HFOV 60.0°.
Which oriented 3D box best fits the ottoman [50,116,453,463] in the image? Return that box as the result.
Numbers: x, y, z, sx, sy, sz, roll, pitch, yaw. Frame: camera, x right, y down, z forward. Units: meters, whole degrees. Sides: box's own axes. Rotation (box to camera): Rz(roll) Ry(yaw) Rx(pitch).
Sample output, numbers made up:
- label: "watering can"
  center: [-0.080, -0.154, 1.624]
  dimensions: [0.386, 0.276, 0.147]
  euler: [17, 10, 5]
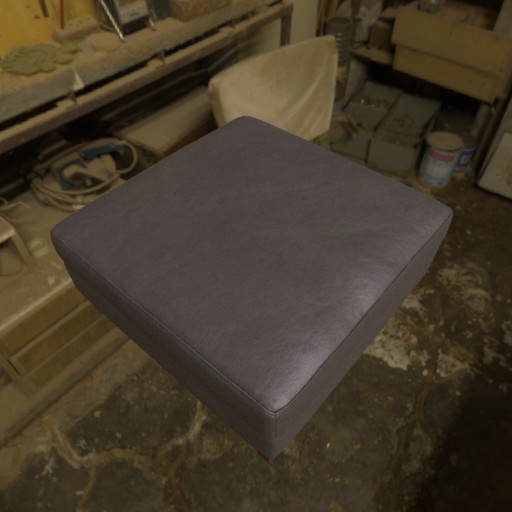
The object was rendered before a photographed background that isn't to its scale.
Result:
- label: "ottoman"
  center: [0.000, 0.000, 1.345]
  dimensions: [0.836, 0.415, 0.844]
  euler: [32, 55, 27]
